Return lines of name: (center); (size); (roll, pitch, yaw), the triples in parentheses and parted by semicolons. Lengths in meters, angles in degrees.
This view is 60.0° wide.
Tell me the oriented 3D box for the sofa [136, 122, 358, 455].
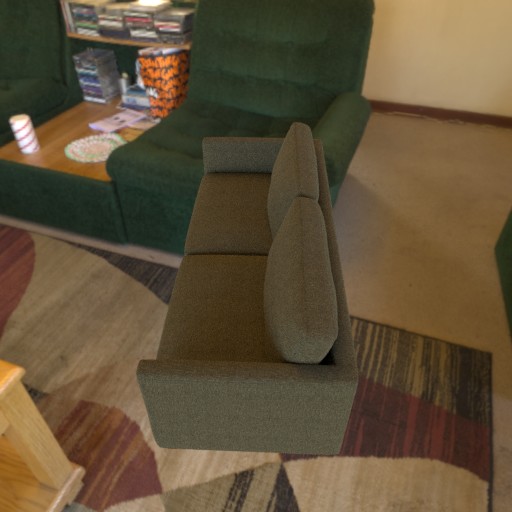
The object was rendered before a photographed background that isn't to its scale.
sofa: (0.000, 0.000, 2.802); (0.948, 0.965, 2.208); (1, 41, 2)
